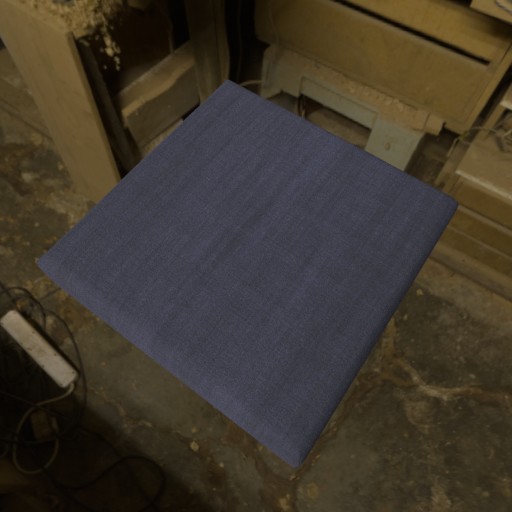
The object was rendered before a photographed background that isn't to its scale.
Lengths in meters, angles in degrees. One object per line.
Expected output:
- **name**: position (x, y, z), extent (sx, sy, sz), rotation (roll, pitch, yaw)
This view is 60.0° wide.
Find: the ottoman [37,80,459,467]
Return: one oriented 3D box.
- **ottoman**: position (0.000, 0.000, 1.421), extent (0.889, 0.411, 0.890), rotation (33, 68, 15)
